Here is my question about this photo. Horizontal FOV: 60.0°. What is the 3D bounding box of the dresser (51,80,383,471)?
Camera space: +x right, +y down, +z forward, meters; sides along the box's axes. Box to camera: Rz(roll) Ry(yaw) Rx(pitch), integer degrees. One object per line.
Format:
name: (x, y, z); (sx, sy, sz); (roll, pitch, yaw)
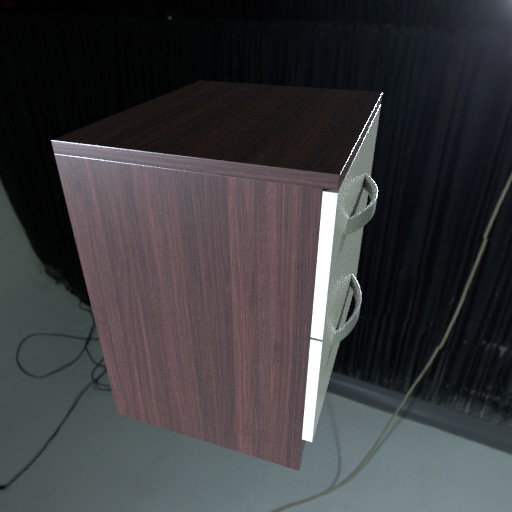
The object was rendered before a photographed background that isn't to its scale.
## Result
dresser: (0.000, 0.000, 0.743); (0.360, 0.470, 0.400); (10, 33, 16)
